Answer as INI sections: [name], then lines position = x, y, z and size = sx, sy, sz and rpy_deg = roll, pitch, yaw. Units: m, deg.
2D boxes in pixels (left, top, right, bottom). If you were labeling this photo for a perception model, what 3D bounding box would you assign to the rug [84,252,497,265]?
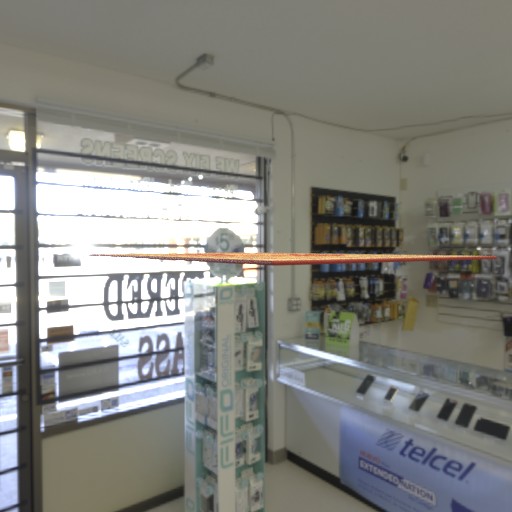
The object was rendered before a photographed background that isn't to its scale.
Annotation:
[rug]
position = 0.000, 0.000, 2.232
size = 1.194, 0.013, 1.802
rpy_deg = -1, 1, -36
